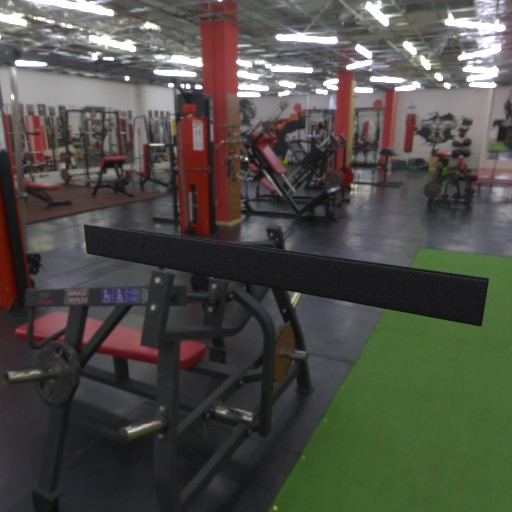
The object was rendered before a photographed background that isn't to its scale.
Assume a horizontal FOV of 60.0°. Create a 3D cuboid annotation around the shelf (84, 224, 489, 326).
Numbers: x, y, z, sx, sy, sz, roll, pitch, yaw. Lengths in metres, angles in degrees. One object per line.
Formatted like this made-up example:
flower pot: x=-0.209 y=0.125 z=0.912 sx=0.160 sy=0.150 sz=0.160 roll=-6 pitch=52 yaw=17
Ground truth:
shelf: x=0.000 y=0.000 z=0.649 sx=0.605 sy=0.053 sz=0.102 roll=9 pitch=18 yaw=28
